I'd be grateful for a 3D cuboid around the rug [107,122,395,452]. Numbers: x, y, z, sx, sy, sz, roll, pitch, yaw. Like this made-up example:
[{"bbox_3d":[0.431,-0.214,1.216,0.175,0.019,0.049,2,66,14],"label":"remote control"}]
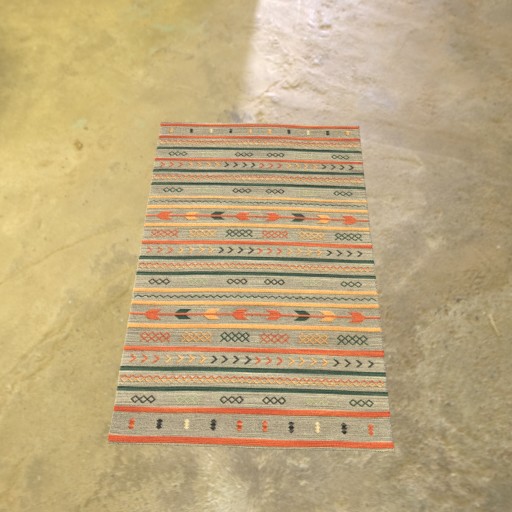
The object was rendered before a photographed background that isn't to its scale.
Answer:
[{"bbox_3d":[0.000,0.000,2.295,1.220,0.017,1.835,1,62,1],"label":"rug"}]
